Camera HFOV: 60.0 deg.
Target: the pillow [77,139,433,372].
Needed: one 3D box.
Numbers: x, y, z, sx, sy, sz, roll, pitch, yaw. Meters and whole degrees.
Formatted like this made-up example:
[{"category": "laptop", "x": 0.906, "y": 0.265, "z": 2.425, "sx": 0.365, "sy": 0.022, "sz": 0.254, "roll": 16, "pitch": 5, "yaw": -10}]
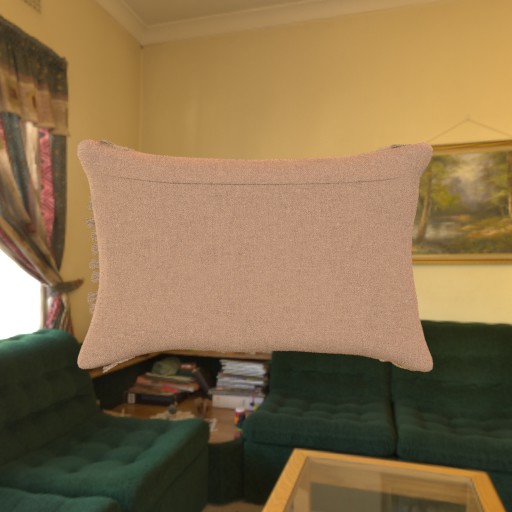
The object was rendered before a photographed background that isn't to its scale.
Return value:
[{"category": "pillow", "x": 0.000, "y": 0.000, "z": 0.579, "sx": 0.466, "sy": 0.305, "sz": 0.084, "roll": 0, "pitch": -1, "yaw": -1}]
